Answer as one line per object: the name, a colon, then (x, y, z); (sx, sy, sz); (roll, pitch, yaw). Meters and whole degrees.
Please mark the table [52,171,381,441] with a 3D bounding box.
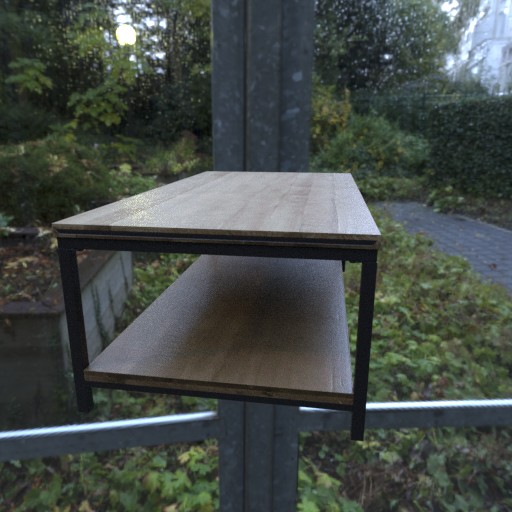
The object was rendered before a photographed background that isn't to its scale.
table: (0.000, 0.000, 1.309); (0.574, 0.393, 1.062); (2, 16, 9)
